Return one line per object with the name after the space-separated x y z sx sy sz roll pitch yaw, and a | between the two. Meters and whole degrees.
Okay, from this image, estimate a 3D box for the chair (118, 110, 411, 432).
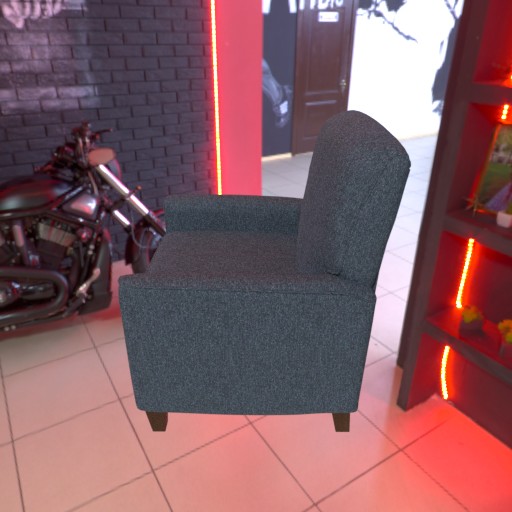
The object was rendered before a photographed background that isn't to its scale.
0.000 0.000 1.668 0.850 1.016 0.839 0 26 0 | chair
